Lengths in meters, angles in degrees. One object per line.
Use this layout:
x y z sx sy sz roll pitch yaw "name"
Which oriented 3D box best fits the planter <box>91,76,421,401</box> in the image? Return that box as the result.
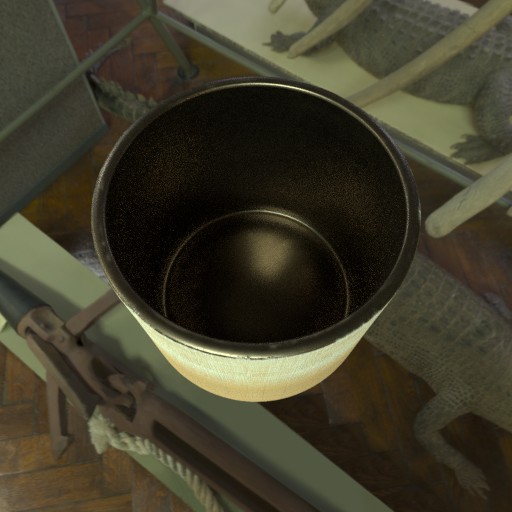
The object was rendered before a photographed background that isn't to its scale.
0.000 0.000 0.436 0.254 0.221 0.254 0 65 0 "planter"
